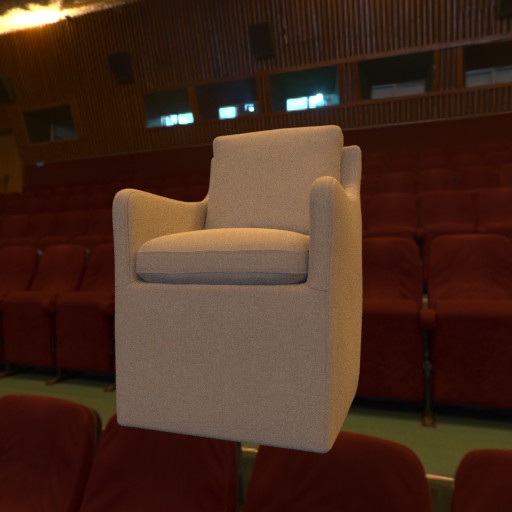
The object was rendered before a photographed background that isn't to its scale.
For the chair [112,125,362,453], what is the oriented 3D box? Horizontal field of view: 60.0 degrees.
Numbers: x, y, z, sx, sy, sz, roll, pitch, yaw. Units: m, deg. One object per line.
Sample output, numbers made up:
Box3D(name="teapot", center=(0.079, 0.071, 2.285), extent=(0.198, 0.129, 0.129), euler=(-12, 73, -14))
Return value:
Box3D(name="chair", center=(0.000, 0.000, 1.402), extent=(0.626, 0.914, 0.694), euler=(0, -1, 19))
